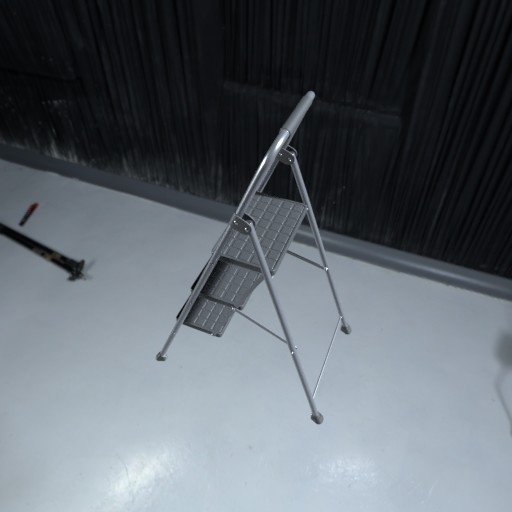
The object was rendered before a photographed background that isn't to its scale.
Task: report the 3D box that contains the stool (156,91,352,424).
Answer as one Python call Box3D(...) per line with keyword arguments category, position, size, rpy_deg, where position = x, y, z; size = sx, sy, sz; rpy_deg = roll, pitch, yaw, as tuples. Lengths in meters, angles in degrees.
Box3D(category="stool", position=(0.000, 0.000, 1.506), size=(0.733, 1.121, 0.473), rpy_deg=(17, 50, 15))
